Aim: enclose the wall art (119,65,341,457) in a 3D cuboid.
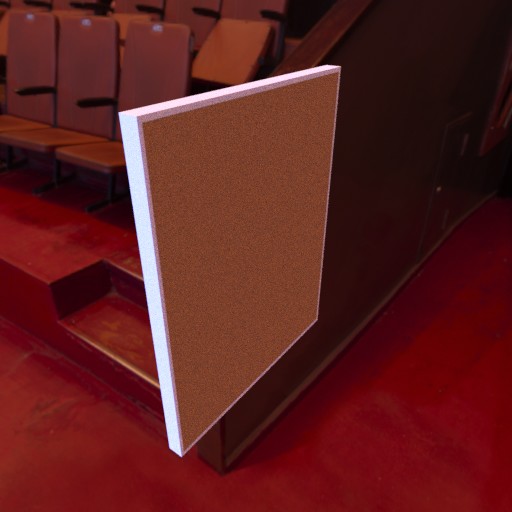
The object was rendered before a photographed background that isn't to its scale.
[{"bbox_3d":[0.000,0.000,0.748,0.030,0.549,0.443,21,36,31],"label":"wall art"}]
